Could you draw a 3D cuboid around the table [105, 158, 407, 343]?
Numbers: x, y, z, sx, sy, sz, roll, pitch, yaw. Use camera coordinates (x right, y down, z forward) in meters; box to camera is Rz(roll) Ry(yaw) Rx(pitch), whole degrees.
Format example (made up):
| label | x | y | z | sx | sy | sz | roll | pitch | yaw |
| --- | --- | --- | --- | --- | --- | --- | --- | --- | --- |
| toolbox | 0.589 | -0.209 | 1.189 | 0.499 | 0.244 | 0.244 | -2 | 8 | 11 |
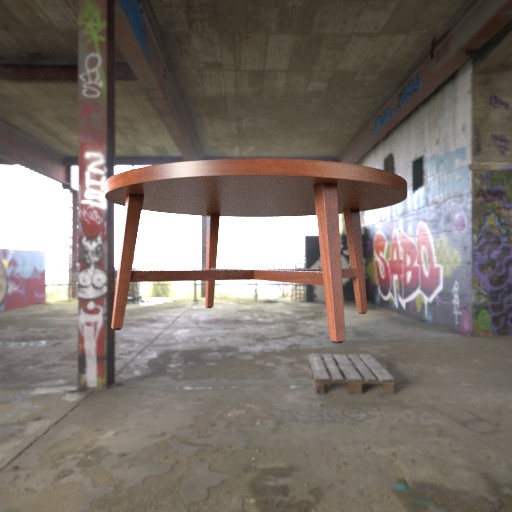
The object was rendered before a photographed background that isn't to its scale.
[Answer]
| label | x | y | z | sx | sy | sz | roll | pitch | yaw |
| --- | --- | --- | --- | --- | --- | --- | --- | --- | --- |
| table | 0.000 | 0.000 | 1.236 | 0.800 | 0.360 | 0.800 | 0 | -1 | 0 |
